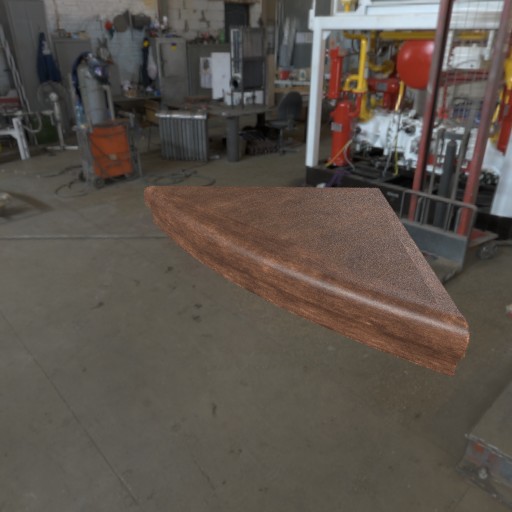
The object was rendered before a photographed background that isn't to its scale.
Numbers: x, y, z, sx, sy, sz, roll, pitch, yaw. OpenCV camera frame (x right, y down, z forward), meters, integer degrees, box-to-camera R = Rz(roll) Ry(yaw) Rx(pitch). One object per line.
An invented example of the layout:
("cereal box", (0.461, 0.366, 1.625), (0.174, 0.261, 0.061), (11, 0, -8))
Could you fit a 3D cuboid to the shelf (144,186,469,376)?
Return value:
("shelf", (0.000, 0.000, 0.457), (0.310, 0.050, 0.310), (1, 27, 2))
